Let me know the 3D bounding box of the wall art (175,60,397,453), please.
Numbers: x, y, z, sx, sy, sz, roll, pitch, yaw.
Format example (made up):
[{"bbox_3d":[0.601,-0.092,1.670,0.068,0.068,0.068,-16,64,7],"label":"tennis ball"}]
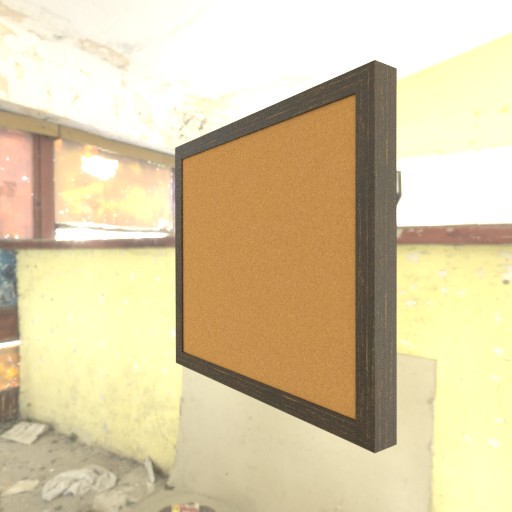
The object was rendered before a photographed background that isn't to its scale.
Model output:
[{"bbox_3d":[0.000,0.000,0.535,0.031,0.330,0.381,0,0,-36],"label":"wall art"}]
